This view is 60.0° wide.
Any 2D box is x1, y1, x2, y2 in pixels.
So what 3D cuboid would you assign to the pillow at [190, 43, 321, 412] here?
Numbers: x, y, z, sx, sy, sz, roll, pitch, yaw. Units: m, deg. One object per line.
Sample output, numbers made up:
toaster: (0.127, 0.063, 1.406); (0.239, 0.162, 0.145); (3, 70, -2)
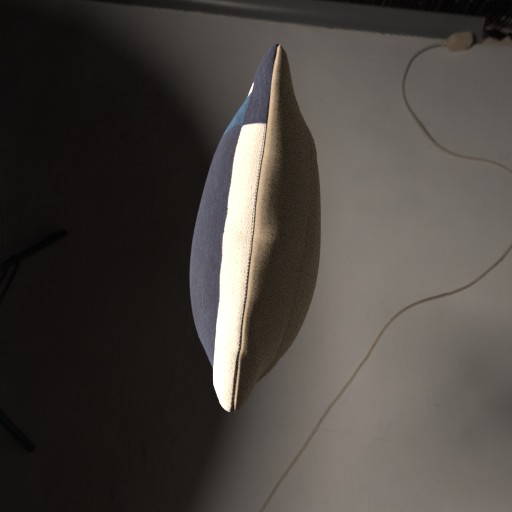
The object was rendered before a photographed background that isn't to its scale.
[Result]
pillow: (0.000, 0.000, 0.806); (0.229, 0.506, 0.536); (7, 75, 2)
